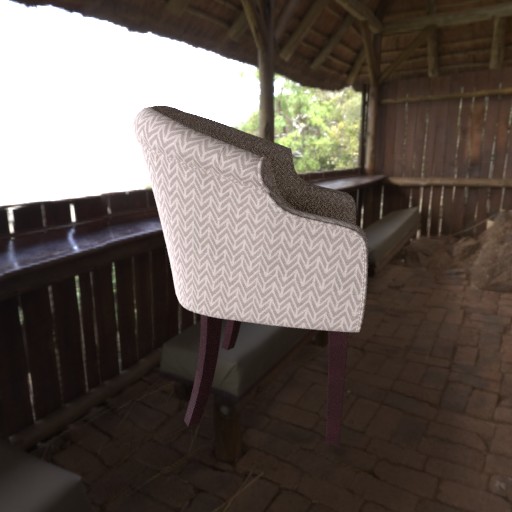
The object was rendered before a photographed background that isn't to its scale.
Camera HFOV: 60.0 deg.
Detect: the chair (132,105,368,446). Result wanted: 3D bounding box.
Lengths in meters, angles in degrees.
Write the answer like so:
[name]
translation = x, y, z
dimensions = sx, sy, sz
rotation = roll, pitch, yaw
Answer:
[chair]
translation = 0.000, 0.000, 1.326
dimensions = 0.613, 0.858, 0.686
rotation = 3, 16, 9
